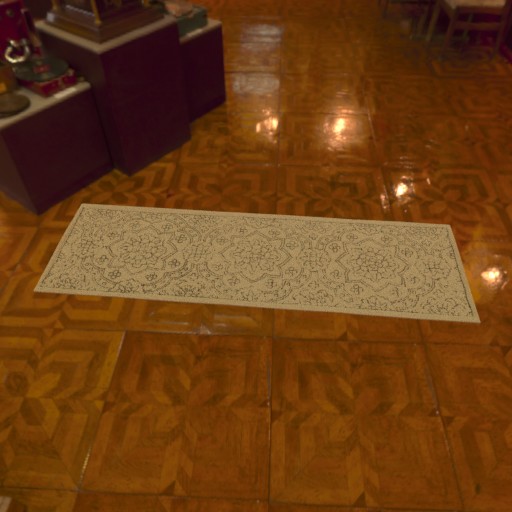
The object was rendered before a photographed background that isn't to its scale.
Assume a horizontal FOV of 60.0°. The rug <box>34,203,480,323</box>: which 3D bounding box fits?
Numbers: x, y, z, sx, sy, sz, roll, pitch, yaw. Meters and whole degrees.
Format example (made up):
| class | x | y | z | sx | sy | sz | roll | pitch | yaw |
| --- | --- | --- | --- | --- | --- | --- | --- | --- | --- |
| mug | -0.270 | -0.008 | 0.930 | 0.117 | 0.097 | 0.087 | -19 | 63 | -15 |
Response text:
| class | x | y | z | sx | sy | sz | roll | pitch | yaw |
| --- | --- | --- | --- | --- | --- | --- | --- | --- | --- |
| rug | 0.000 | 0.000 | 2.670 | 2.448 | 0.012 | 0.769 | 4 | 47 | 3 |
